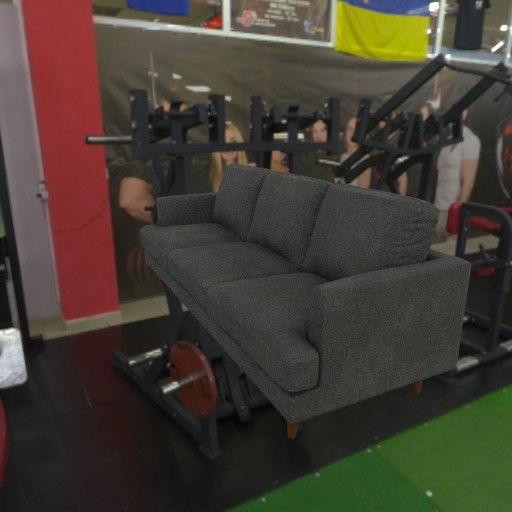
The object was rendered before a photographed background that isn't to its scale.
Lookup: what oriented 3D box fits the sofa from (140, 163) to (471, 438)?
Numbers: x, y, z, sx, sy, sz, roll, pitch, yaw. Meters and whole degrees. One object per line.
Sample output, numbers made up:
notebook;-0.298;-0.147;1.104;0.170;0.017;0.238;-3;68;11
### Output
sofa;0.000;0.000;2.645;0.903;0.930;2.246;-8;19;-26
